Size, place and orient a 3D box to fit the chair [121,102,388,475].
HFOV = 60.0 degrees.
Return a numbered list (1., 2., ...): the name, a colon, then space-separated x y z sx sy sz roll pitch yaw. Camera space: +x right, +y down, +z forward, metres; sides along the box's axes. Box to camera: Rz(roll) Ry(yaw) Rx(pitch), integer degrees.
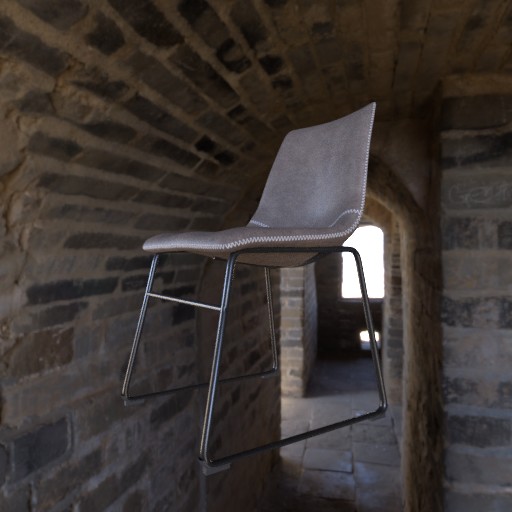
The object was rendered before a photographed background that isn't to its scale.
1. chair: 0.000 0.000 1.122 0.550 0.780 0.460 0 1 -35
